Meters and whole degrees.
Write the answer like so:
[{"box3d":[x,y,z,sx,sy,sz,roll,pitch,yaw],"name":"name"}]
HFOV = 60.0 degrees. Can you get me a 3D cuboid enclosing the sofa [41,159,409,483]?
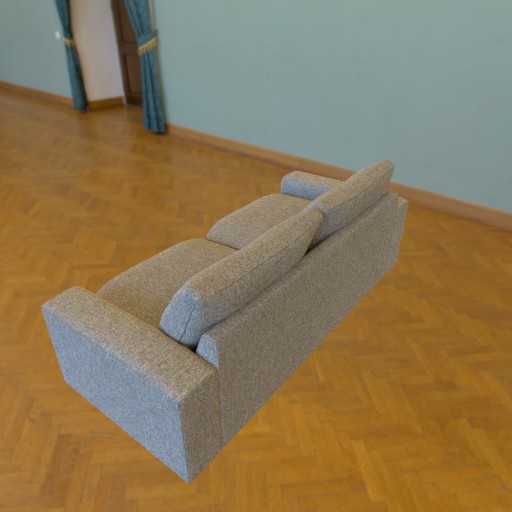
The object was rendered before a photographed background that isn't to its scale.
[{"box3d":[0.000,0.000,2.762,1.040,0.922,2.299,22,38,31],"name":"sofa"}]
